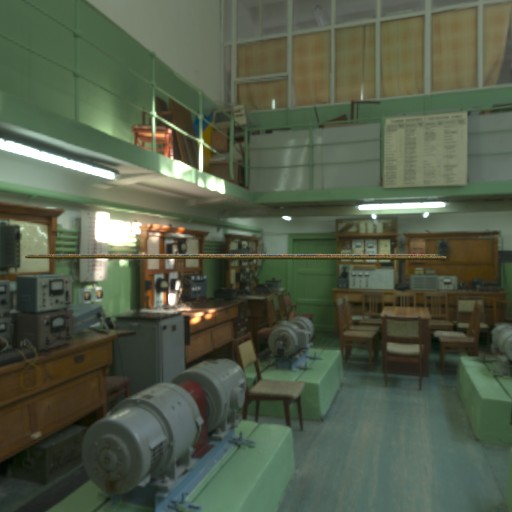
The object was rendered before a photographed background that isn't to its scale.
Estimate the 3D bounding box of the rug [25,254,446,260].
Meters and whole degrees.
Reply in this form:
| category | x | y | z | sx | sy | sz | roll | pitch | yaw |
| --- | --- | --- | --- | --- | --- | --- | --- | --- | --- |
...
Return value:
| category | x | y | z | sx | sy | sz | roll | pitch | yaw |
| --- | --- | --- | --- | --- | --- | --- | --- | --- | --- |
| rug | 0.000 | 0.000 | 4.179 | 3.040 | 0.031 | 2.435 | 0 | 0 | 17 |
